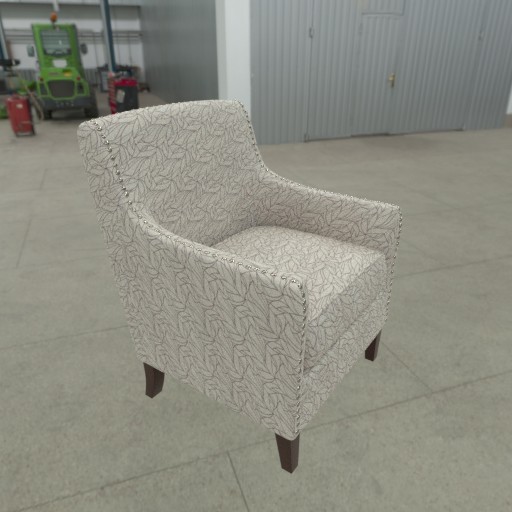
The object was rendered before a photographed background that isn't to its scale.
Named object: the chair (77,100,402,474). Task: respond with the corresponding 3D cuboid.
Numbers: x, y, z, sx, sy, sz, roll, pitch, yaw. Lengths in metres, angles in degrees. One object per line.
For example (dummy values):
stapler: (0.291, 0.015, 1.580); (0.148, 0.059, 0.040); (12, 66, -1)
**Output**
chair: (0.000, 0.000, 1.300); (0.651, 0.816, 0.623); (17, 30, 31)
